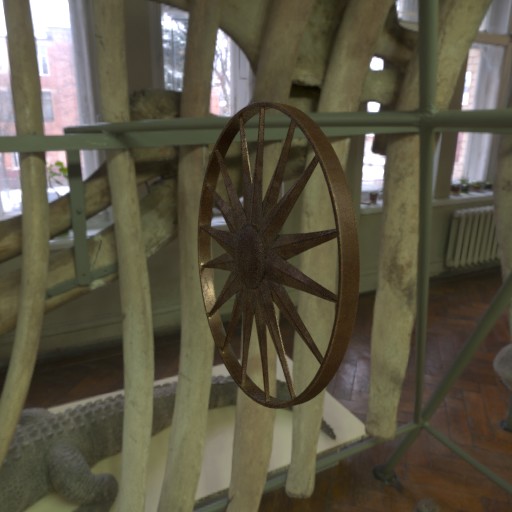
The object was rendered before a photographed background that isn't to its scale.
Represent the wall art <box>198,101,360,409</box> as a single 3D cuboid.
[{"bbox_3d":[0.000,0.000,0.884,0.084,0.583,0.582,-9,19,-26],"label":"wall art"}]
